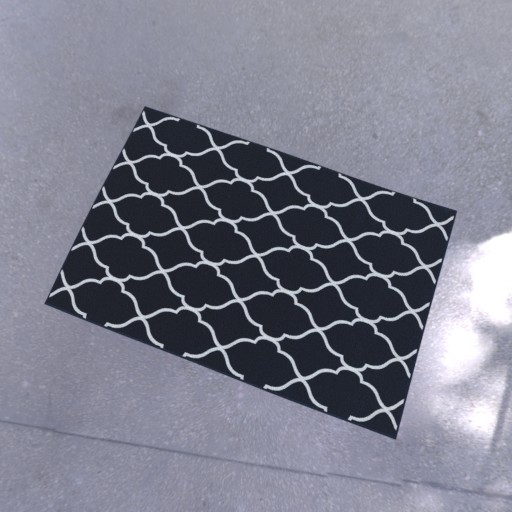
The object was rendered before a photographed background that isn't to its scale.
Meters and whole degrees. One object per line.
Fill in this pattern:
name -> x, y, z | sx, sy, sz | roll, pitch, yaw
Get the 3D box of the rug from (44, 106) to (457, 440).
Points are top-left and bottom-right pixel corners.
rug -> 0.000, 0.000, 2.861 | 2.290, 0.014, 1.526 | 20, 75, 5
